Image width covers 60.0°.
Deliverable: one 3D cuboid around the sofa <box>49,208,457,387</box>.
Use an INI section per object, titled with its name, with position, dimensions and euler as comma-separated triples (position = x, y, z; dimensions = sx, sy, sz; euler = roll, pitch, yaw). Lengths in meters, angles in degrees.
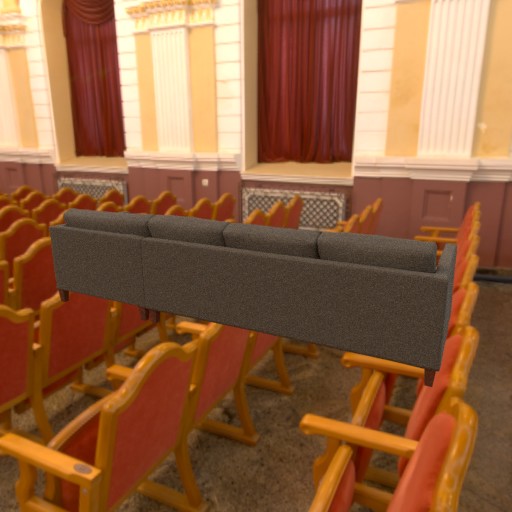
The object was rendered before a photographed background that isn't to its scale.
[sofa]
position = 0.000, 0.000, 3.864
dimensions = 3.186, 0.846, 1.625
euler = 8, 17, 26
